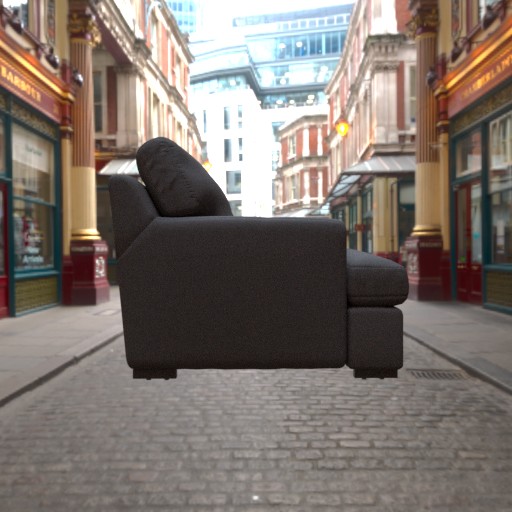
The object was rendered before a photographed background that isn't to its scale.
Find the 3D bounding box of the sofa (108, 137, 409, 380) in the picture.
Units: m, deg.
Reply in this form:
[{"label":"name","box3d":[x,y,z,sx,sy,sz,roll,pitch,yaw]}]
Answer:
[{"label":"sofa","box3d":[0.000,0.000,2.556,1.143,0.940,1.880,0,0,-1]}]
